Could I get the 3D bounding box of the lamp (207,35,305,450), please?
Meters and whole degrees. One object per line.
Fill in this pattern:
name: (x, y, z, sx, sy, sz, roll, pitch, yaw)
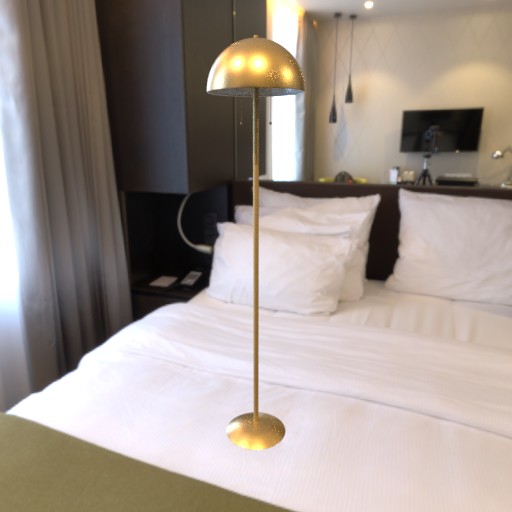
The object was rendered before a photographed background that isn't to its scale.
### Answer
lamp: (0.000, 0.000, 1.629, 0.328, 1.480, 0.328, -2, 15, -9)
